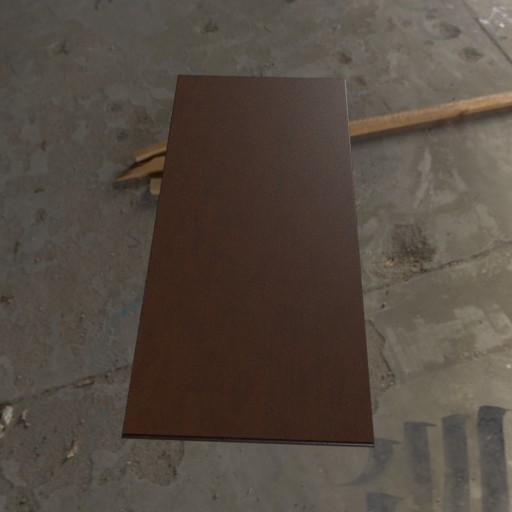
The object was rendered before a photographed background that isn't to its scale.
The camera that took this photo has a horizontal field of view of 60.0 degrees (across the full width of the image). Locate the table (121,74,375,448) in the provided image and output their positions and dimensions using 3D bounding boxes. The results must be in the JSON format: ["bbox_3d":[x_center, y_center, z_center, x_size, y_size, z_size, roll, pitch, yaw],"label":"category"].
[{"bbox_3d":[0.000,0.000,1.502,0.594,0.459,1.197,2,64,1],"label":"table"}]
